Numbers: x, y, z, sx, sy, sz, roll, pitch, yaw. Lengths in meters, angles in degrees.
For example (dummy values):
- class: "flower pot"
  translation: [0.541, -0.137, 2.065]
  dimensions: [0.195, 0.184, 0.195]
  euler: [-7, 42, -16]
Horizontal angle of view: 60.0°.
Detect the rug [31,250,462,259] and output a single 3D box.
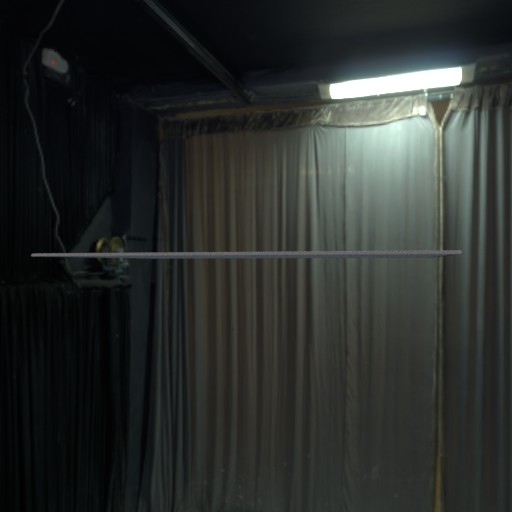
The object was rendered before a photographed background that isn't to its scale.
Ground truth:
- class: "rug"
  translation: [0.000, 0.000, 2.134]
  dimensions: [1.676, 0.013, 1.067]
  euler: [0, -1, 17]
